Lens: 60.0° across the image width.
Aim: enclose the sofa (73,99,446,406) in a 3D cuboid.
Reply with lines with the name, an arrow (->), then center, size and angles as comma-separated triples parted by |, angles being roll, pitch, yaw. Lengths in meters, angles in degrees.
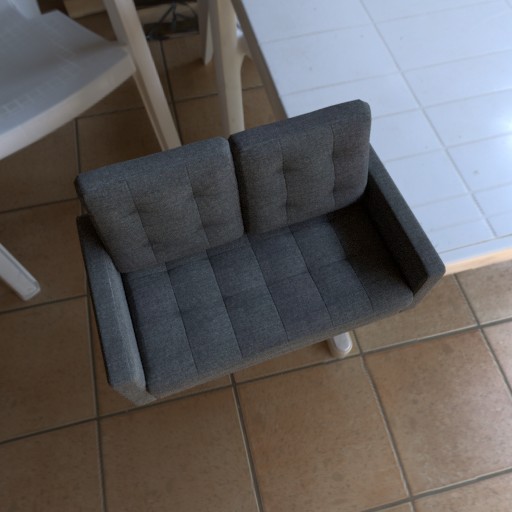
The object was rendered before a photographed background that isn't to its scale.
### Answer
sofa -> 0.000, 0.000, 1.973 | 1.407, 0.907, 0.842 | -18, 64, -9
